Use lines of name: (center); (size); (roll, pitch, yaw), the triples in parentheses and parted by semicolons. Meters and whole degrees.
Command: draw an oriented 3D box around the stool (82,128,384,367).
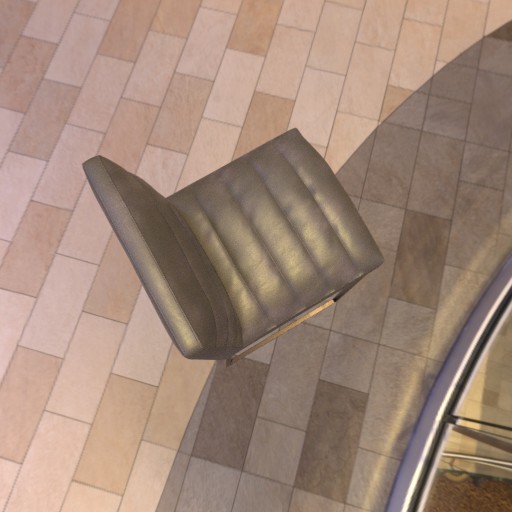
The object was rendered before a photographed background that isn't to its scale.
stool: (0.000, 0.000, 1.355); (0.562, 1.065, 0.463); (-30, 77, -8)
